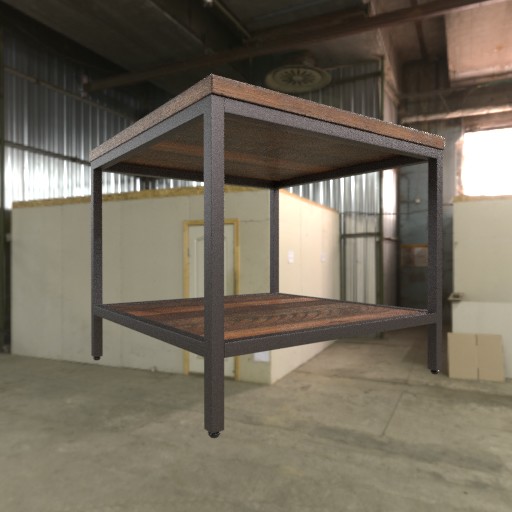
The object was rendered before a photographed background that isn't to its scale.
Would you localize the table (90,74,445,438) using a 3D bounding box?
[{"bbox_3d":[0.000,0.000,0.964,0.548,0.482,0.553,0,1,-36],"label":"table"}]
